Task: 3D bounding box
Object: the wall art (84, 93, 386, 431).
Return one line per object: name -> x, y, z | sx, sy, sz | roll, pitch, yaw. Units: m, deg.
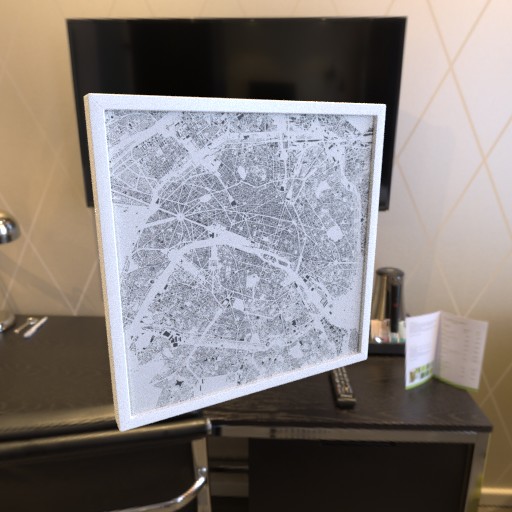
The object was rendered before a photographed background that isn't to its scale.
wall art -> 0.000, 0.000, 0.766 | 0.508, 0.508, 0.038 | -8, 17, -27
